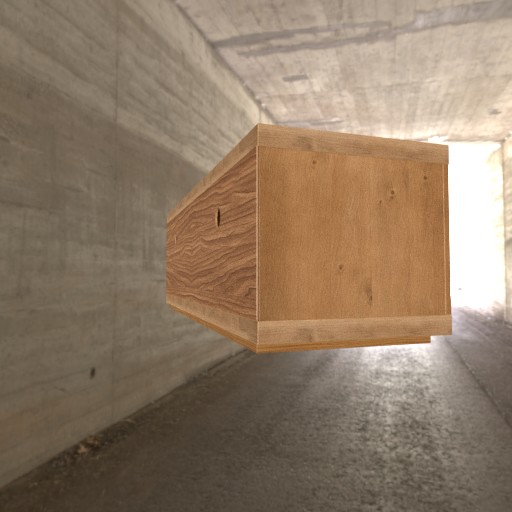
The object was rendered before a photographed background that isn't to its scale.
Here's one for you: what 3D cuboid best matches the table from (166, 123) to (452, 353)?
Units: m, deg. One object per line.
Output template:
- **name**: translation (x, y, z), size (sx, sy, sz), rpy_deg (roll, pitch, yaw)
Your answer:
- **table**: translation (0.000, 0.000, 1.710), size (0.499, 0.491, 1.499), rpy_deg (1, -3, -19)
